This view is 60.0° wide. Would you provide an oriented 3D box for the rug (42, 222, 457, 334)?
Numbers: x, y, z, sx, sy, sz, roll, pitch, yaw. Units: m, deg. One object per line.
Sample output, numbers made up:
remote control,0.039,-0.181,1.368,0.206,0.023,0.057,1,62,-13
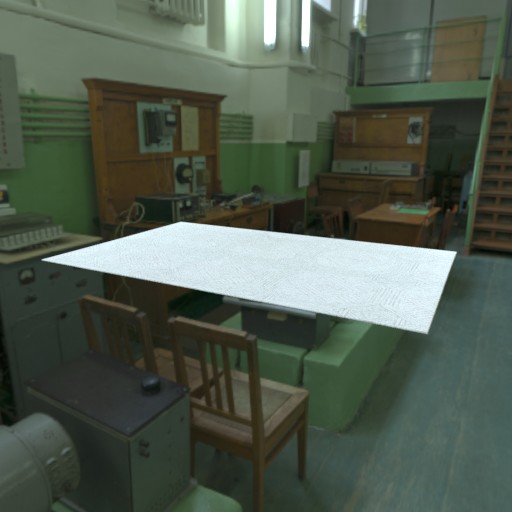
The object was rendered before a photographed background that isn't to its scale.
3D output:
rug,0.000,0.000,3.058,2.440,0.008,1.524,8,17,27
